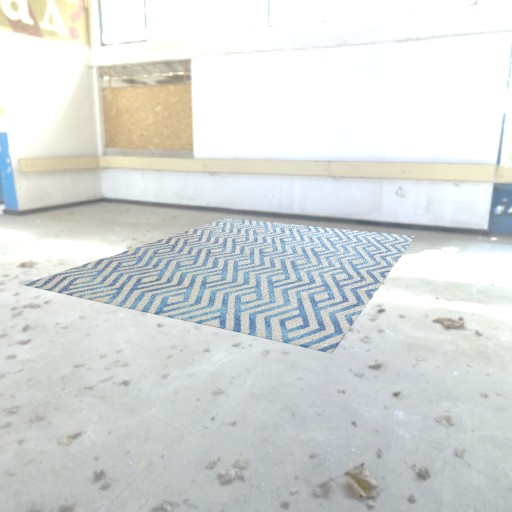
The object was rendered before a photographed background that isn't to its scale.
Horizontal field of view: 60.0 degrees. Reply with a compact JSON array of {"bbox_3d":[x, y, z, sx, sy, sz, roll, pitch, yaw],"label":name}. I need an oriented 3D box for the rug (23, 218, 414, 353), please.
[{"bbox_3d":[0.000,0.000,4.171,2.453,0.008,3.059,8,17,26],"label":"rug"}]
